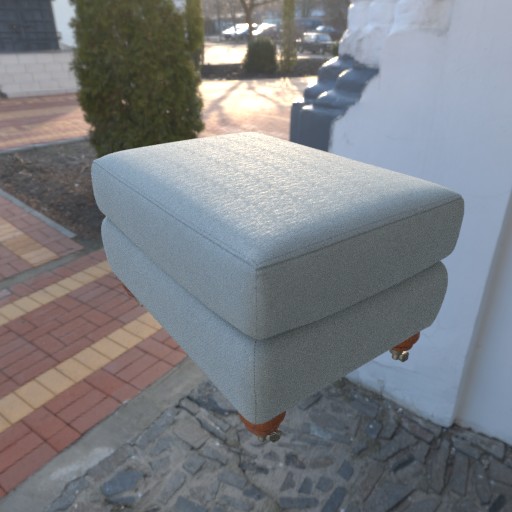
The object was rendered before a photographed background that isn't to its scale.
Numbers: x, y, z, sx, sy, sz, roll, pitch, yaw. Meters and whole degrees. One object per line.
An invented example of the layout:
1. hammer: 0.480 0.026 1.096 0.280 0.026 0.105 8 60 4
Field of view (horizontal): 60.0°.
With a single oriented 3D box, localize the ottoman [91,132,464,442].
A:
1. ottoman: 0.000 0.000 1.130 0.569 0.499 0.773 -18 32 -32
